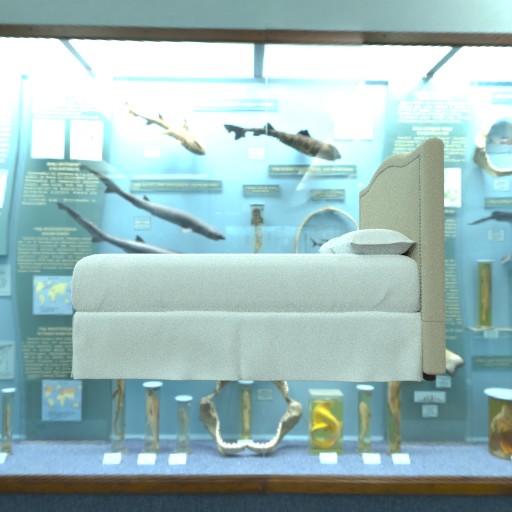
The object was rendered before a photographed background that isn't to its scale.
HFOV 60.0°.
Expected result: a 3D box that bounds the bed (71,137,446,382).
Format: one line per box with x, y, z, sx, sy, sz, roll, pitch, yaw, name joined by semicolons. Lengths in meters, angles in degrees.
0.000;0.000;3.329;2.143;1.460;1.753;0;-1;1;bed
